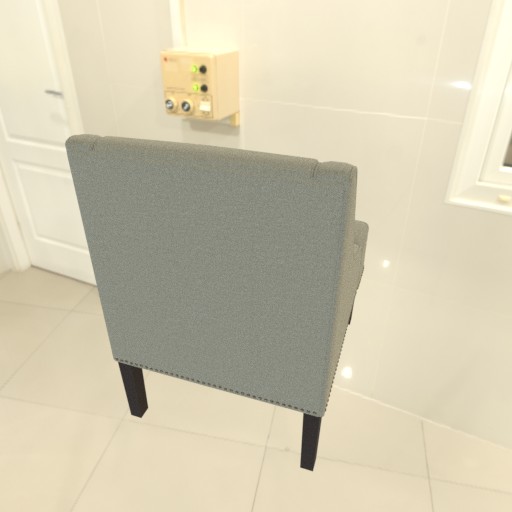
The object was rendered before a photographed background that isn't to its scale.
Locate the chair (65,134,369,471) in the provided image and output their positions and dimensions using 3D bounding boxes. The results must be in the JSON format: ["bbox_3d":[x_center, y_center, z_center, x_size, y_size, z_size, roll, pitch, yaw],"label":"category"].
[{"bbox_3d":[0.000,0.000,1.343,0.610,0.864,0.737,10,33,16],"label":"chair"}]
